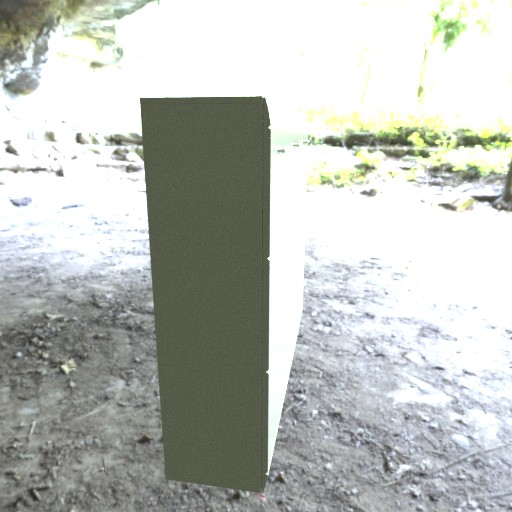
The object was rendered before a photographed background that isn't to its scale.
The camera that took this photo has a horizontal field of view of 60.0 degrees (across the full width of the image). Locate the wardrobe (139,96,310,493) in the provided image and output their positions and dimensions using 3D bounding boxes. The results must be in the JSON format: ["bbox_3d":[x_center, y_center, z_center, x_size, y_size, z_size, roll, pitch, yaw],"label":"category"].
[{"bbox_3d":[0.000,0.000,1.899,0.360,1.200,1.340,3,16,10],"label":"wardrobe"}]
